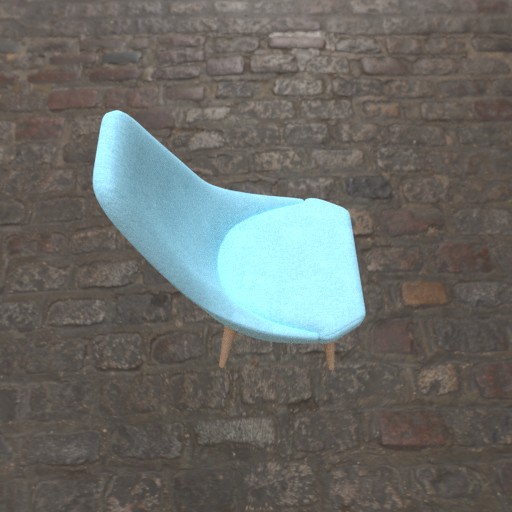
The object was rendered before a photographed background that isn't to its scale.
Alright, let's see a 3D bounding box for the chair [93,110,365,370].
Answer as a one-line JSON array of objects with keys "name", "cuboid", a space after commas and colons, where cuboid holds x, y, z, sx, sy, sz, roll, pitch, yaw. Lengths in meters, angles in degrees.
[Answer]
[{"name": "chair", "cuboid": [0.000, 0.000, 1.377, 0.660, 1.040, 0.510, -2, 63, -1]}]
